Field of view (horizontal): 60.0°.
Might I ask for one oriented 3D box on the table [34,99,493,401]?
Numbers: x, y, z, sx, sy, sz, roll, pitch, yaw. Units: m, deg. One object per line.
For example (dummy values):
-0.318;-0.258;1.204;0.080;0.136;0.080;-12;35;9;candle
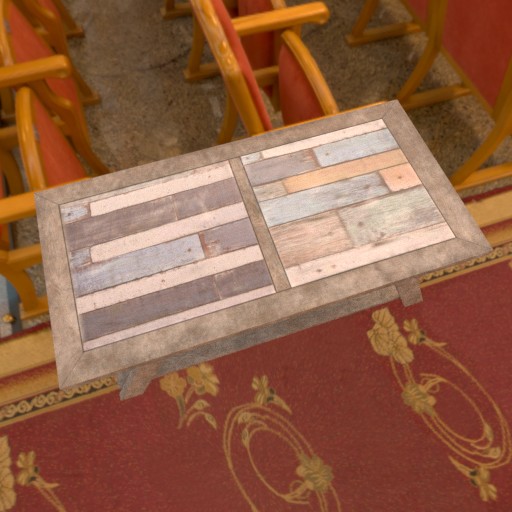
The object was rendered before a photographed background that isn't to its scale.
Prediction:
0.000;0.000;1.512;1.219;0.470;0.610;-17;65;-8;table
